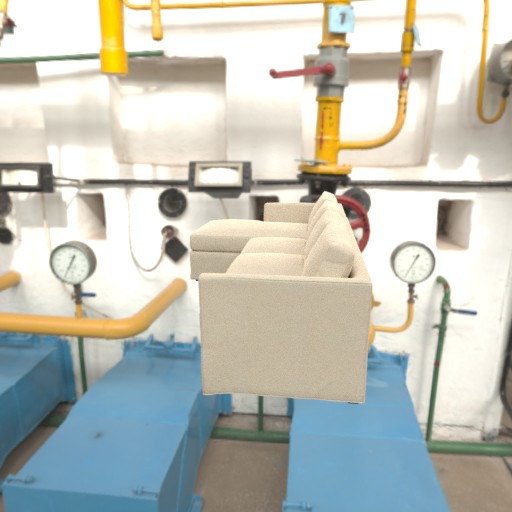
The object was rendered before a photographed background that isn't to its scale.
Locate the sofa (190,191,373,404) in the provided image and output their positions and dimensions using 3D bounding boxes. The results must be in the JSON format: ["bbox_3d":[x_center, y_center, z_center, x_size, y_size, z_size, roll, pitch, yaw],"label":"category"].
[{"bbox_3d":[0.000,0.000,3.965,1.650,0.922,3.205,2,14,8],"label":"sofa"}]
